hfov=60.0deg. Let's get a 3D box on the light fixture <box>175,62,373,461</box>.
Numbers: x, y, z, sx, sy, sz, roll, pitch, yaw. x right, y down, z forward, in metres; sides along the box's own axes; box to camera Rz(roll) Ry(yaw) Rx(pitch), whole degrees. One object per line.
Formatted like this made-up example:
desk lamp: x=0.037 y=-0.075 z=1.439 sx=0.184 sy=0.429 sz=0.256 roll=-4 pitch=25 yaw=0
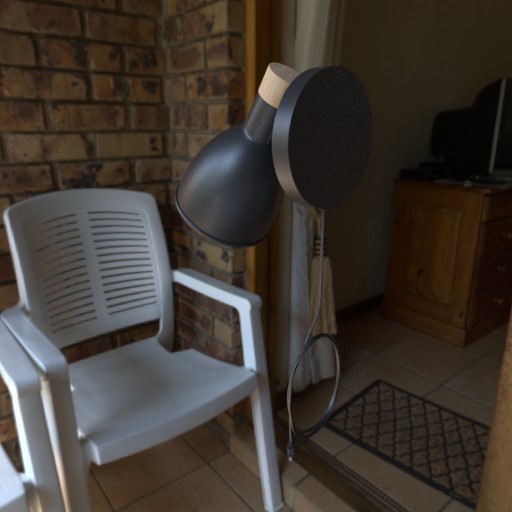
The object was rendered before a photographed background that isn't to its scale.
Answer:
light fixture: x=0.000 y=0.000 z=0.505 sx=0.127 sy=0.401 sz=0.203 roll=-16 pitch=23 yaw=-42
